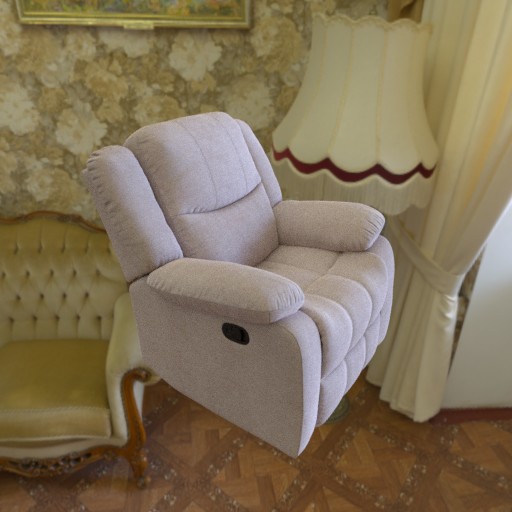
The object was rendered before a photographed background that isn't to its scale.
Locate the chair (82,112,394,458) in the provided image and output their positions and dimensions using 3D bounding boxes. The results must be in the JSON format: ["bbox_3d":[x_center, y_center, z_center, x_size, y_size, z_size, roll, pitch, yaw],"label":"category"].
[{"bbox_3d":[0.000,0.000,1.752,0.944,1.008,0.899,18,32,31],"label":"chair"}]
